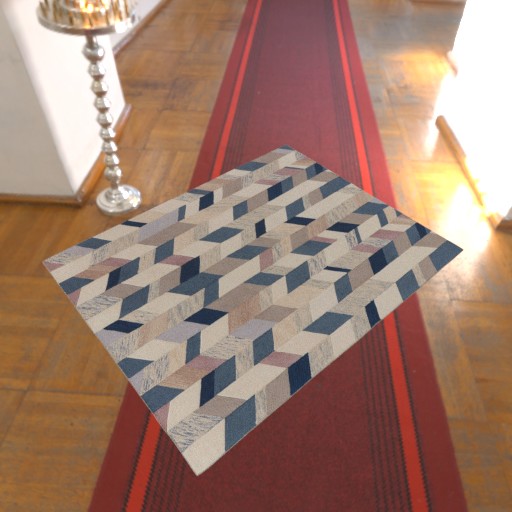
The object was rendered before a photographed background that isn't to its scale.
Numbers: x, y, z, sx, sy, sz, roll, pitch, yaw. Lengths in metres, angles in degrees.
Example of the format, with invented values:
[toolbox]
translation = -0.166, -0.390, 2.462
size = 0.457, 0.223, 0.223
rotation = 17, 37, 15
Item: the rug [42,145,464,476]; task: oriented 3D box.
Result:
[rug]
translation = 0.000, 0.000, 4.112
size = 3.072, 0.011, 2.451
rotation = -32, 53, -27
